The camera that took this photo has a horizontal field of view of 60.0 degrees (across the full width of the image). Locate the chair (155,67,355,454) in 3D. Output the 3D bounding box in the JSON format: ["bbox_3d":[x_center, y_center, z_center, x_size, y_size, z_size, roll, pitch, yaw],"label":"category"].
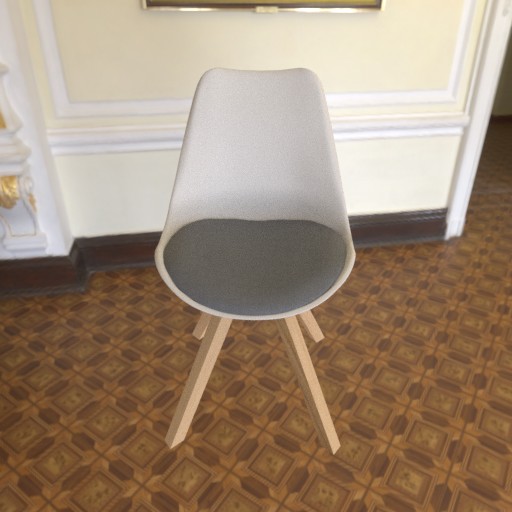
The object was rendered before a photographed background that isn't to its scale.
[{"bbox_3d":[0.000,0.000,1.148,0.485,0.850,0.550,1,29,2],"label":"chair"}]
